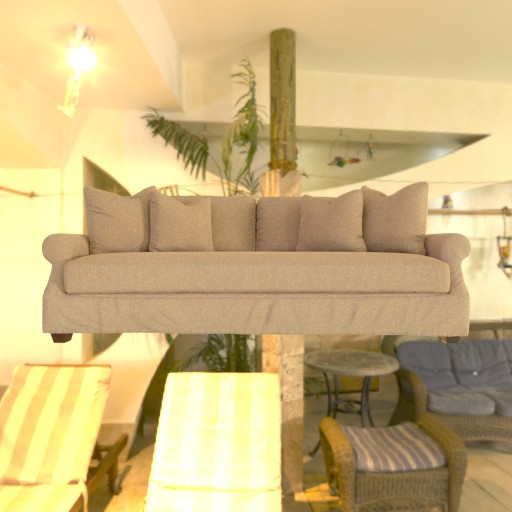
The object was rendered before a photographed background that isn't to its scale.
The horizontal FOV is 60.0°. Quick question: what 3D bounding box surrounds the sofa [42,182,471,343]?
[{"bbox_3d":[0.000,0.000,2.736,2.285,0.904,1.067,0,-1,0],"label":"sofa"}]
